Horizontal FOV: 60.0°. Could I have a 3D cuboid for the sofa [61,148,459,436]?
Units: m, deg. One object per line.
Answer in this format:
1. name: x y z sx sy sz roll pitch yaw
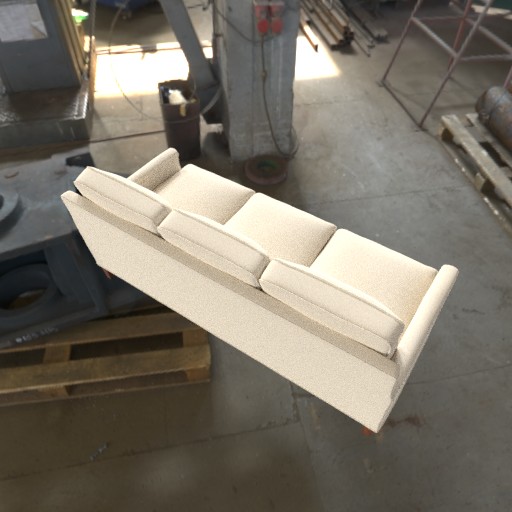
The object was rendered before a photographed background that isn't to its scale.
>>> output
1. sofa: 0.000 0.000 2.828 2.246 1.003 1.084 26 52 23
